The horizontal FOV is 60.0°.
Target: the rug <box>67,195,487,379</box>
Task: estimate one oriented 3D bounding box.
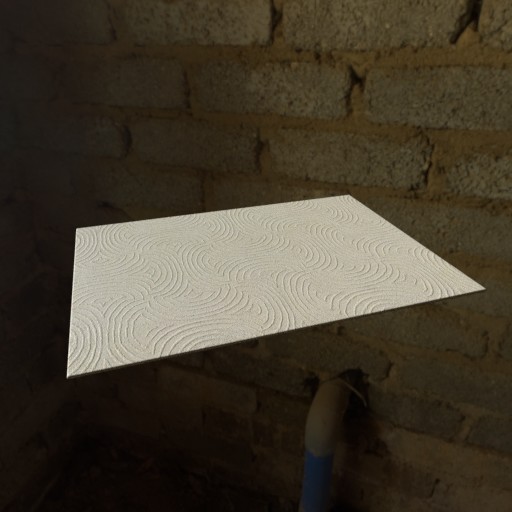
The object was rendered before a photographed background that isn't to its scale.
[{"bbox_3d":[0.000,0.000,2.746,2.132,0.015,1.526,-9,30,-16],"label":"rug"}]
